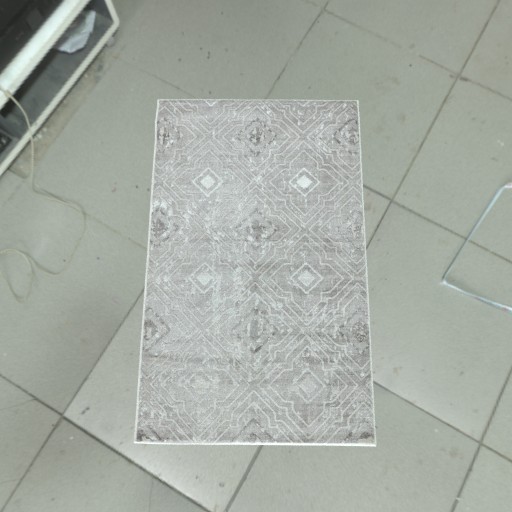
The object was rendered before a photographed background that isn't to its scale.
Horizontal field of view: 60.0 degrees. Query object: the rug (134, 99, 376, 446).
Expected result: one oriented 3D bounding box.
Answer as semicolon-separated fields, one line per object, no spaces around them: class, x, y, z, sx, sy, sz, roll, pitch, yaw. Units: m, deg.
rug;0.000;0.000;3.078;1.537;0.036;2.447;1;76;0
